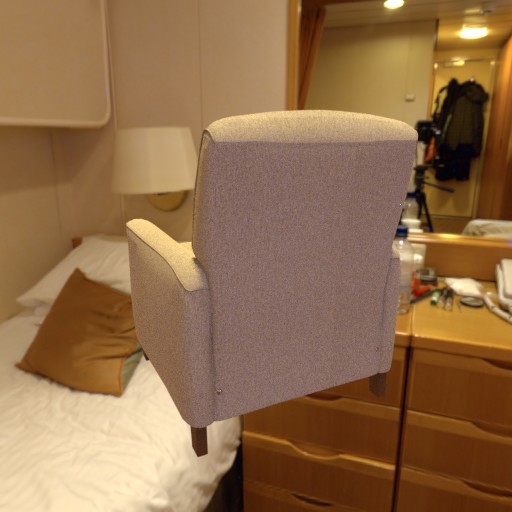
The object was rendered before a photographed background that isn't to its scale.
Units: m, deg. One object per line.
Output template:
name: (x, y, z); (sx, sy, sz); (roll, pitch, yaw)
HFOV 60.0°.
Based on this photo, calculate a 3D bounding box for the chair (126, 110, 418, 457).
chair: (0.000, 0.000, 1.675); (0.848, 1.014, 0.864); (-8, 17, -26)
